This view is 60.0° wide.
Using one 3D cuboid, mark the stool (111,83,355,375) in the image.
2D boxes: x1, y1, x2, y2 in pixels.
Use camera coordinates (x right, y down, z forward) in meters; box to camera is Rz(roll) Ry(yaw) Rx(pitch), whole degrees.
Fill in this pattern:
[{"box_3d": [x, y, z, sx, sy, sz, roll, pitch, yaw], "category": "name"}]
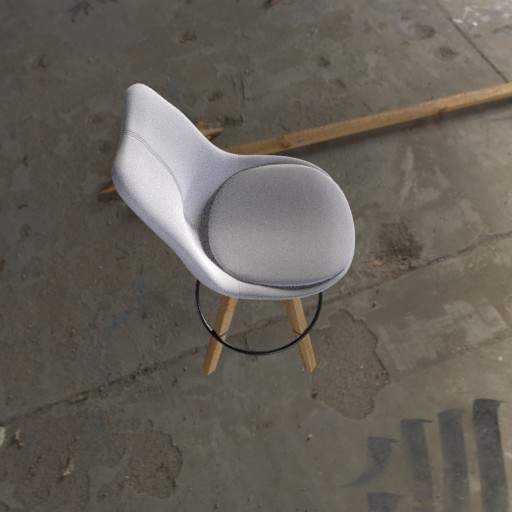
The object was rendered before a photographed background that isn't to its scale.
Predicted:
[{"box_3d": [0.000, 0.000, 1.371, 0.550, 1.115, 0.484, -1, 63, -1], "category": "stool"}]
